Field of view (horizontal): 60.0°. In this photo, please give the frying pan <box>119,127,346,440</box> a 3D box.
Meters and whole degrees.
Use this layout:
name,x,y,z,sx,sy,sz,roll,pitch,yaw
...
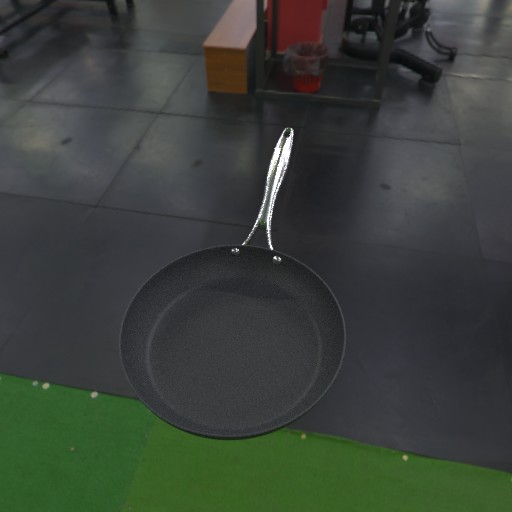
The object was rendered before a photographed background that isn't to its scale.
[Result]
name,x,y,z,sx,sy,sz,roll,pitch,yaw
frying pan,0.000,0.000,0.576,0.255,0.105,0.472,10,48,10
